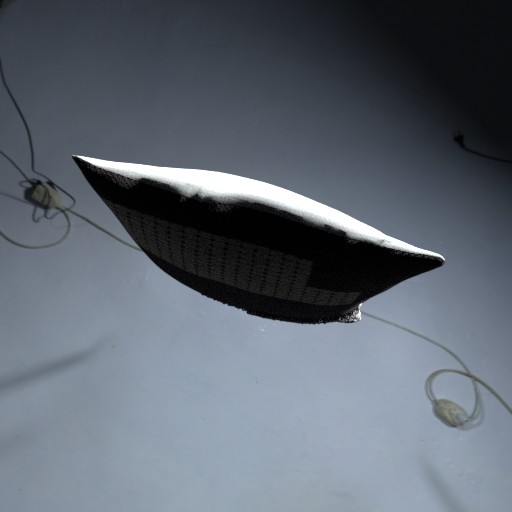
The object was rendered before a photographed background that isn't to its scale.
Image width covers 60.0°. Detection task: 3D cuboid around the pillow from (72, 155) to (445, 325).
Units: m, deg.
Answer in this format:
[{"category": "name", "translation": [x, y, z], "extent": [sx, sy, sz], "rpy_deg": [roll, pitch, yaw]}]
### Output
[{"category": "pillow", "translation": [0.000, 0.000, 0.754], "extent": [0.475, 0.473, 0.178], "rpy_deg": [17, 75, 5]}]
